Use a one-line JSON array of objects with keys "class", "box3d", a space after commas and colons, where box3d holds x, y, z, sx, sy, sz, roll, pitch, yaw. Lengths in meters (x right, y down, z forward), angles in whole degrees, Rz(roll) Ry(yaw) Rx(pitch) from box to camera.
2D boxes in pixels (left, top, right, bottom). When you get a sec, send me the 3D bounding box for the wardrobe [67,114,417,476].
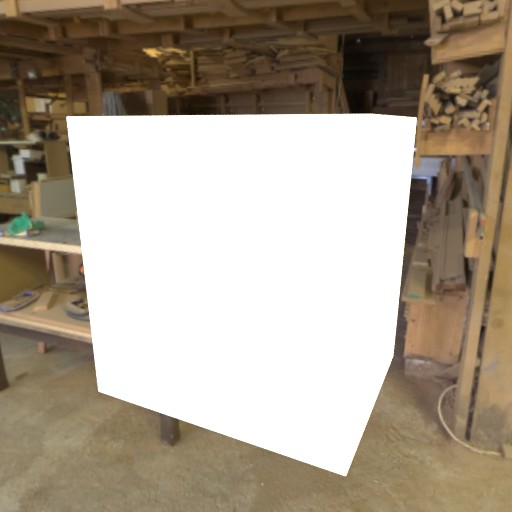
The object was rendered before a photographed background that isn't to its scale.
[{"class": "wardrobe", "box3d": [0.000, 0.000, 0.870, 0.500, 0.520, 0.400, 8, 18, 25]}]
